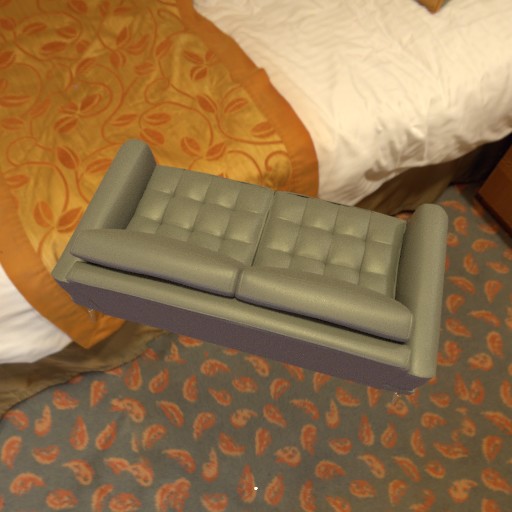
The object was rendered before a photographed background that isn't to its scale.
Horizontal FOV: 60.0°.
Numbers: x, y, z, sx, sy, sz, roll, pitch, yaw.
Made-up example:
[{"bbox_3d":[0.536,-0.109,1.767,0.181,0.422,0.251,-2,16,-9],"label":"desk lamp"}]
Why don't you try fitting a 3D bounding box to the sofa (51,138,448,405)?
[{"bbox_3d":[0.000,0.000,2.714,2.177,0.930,1.121,14,63,7],"label":"sofa"}]
